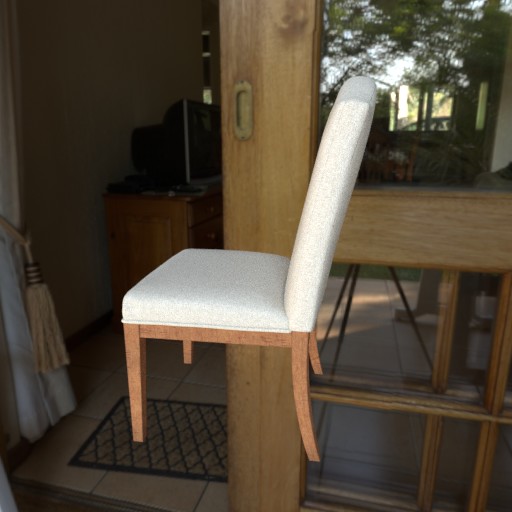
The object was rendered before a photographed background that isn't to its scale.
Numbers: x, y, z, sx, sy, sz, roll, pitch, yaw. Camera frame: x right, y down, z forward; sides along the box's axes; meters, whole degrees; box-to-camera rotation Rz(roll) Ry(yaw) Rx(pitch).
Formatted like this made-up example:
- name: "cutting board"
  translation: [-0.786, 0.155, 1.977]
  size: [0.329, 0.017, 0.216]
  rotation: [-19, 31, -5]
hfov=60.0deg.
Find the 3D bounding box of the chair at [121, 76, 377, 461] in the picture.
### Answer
- name: "chair"
  translation: [0.000, 0.000, 1.354]
  size: [0.648, 1.012, 0.534]
  rotation: [2, 15, 9]
